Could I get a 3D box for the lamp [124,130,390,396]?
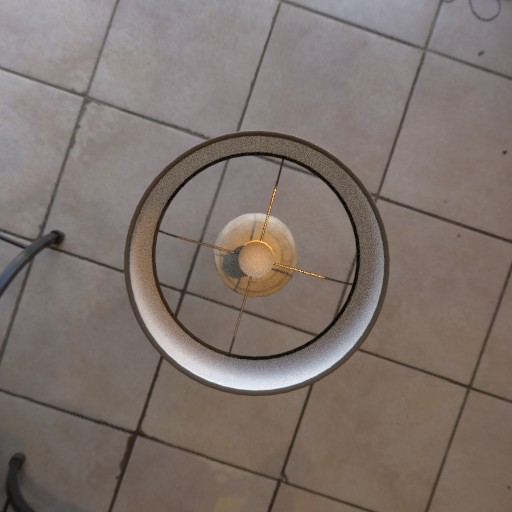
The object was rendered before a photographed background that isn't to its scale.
[{"bbox_3d":[0.000,0.000,0.836,0.376,0.594,0.376,0,92,0],"label":"lamp"}]
